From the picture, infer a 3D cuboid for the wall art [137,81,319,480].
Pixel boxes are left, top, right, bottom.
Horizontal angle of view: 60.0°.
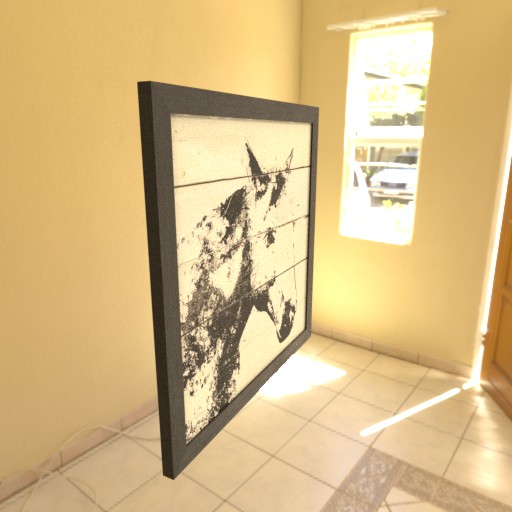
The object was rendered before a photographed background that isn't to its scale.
[{"bbox_3d":[0.000,0.000,1.512,0.038,1.016,1.016,8,17,27],"label":"wall art"}]
